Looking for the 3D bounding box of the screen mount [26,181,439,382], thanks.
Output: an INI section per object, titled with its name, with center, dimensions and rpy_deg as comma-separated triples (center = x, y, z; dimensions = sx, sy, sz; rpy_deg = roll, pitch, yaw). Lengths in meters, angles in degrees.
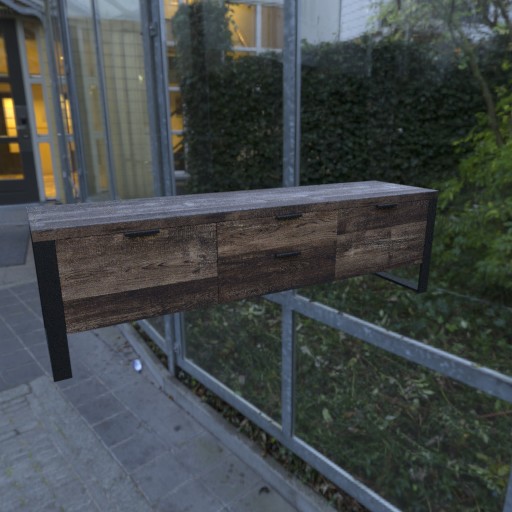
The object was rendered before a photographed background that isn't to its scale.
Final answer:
[screen mount]
center = 0.000, 0.000, 1.719
dimensions = 1.524, 0.450, 0.395
rpy_deg = -9, 19, -27
